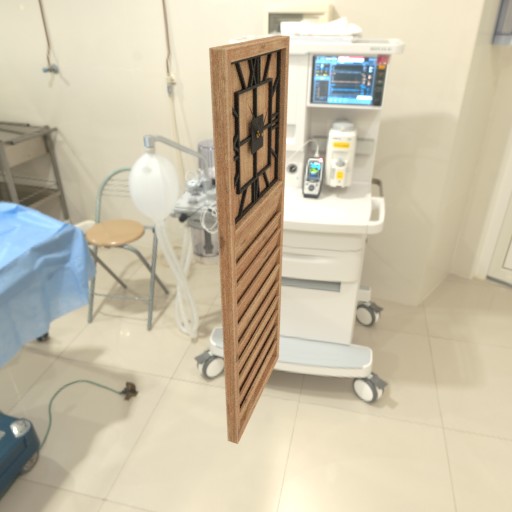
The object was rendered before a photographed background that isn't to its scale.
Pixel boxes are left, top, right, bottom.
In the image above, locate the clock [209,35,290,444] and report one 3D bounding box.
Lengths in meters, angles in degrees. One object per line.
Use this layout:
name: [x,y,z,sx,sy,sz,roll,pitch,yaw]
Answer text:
clock: [0.000,0.000,1.103,0.030,0.965,0.361,10,31,18]
